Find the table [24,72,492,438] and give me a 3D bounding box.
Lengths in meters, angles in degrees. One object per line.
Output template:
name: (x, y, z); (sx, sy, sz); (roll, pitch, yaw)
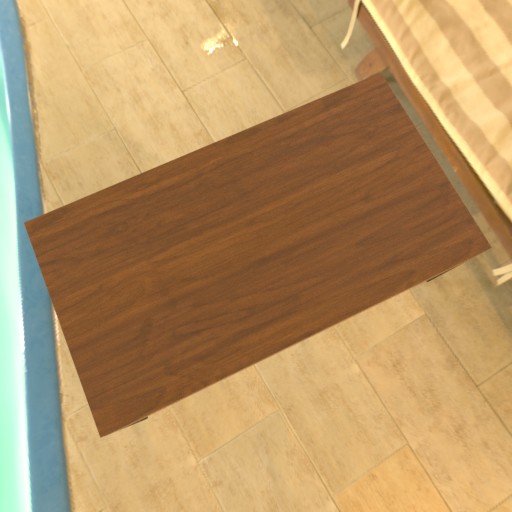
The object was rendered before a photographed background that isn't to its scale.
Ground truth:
table: (0.000, 0.000, 1.336); (1.057, 0.414, 0.574); (-25, 76, -6)
